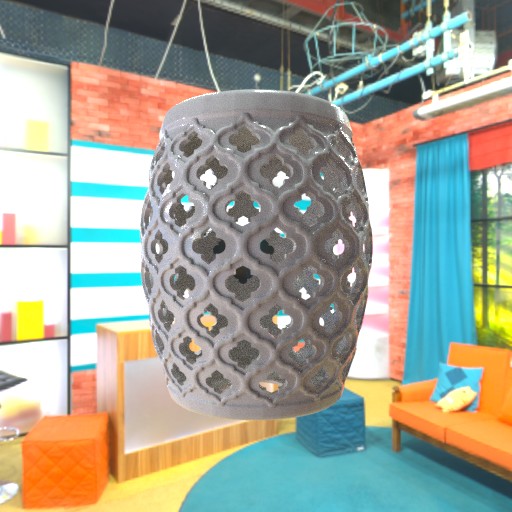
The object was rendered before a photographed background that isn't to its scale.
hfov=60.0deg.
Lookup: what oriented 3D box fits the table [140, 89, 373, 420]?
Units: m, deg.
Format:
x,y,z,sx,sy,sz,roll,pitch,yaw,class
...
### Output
x,y,z,sx,sy,sz,roll,pitch,yaw,class
0.000,0.000,0.638,0.325,0.388,0.325,0,0,0,table
